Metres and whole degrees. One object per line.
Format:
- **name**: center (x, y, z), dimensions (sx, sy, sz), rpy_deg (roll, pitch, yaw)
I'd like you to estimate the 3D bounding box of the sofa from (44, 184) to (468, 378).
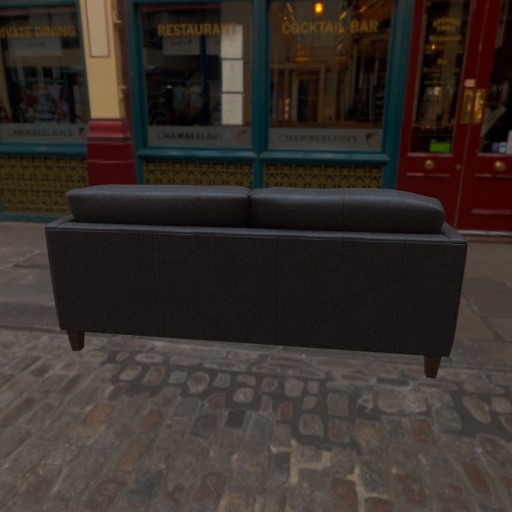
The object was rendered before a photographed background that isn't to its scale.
- **sofa**: center (0.000, 0.000, 2.507), dimensions (1.971, 0.863, 0.933), rpy_deg (2, 16, 8)
